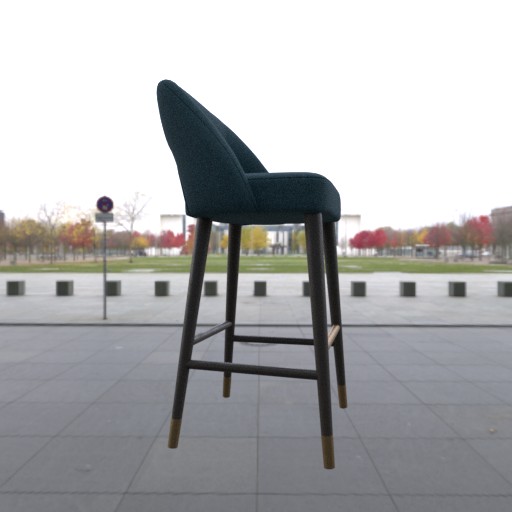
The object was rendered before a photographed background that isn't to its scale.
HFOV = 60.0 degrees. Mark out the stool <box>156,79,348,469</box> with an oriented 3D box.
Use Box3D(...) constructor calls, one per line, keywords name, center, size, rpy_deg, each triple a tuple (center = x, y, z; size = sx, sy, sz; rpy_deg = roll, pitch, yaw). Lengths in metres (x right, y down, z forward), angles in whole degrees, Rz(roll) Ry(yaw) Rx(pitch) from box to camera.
Box3D(name="stool", center=(0.000, 0.000, 1.357), size=(0.522, 1.032, 0.536), rpy_deg=(0, 1, 16))
